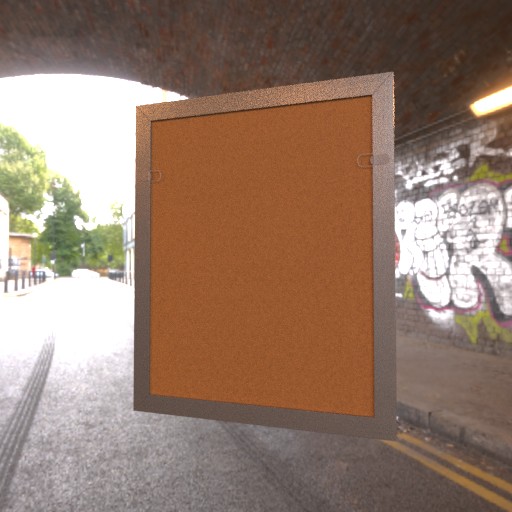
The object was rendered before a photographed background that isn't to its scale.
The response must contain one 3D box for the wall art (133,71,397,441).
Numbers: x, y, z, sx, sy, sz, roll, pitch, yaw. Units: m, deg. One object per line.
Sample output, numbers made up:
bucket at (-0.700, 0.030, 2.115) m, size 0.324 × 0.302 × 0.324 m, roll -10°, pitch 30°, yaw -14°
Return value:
wall art at (0.000, 0.000, 0.515) m, size 0.308 × 0.379 × 0.030 m, roll -1°, pitch -2°, yaw 18°
